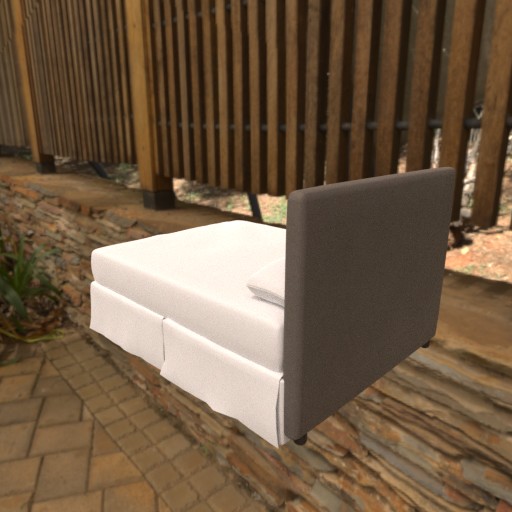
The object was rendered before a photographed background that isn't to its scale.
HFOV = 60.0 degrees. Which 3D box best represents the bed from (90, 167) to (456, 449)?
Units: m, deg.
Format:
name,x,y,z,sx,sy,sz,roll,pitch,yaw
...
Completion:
name,x,y,z,sx,sy,sz,roll,pitch,yaw
bed,0.000,0.000,3.274,2.142,1.330,1.723,16,22,42
